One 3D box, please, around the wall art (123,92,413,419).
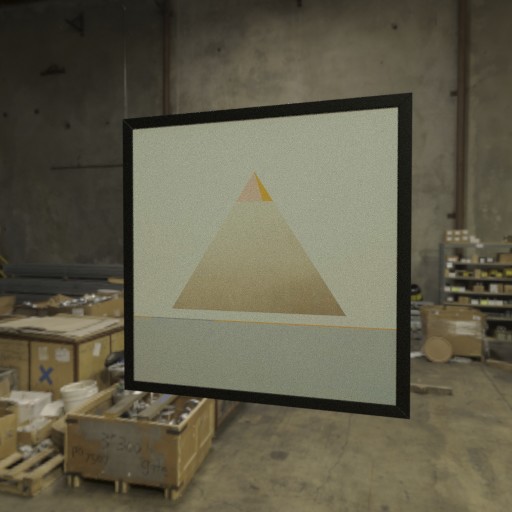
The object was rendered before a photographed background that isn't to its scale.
[{"bbox_3d":[0.000,0.000,1.165,0.769,0.766,0.042,0,1,16],"label":"wall art"}]
